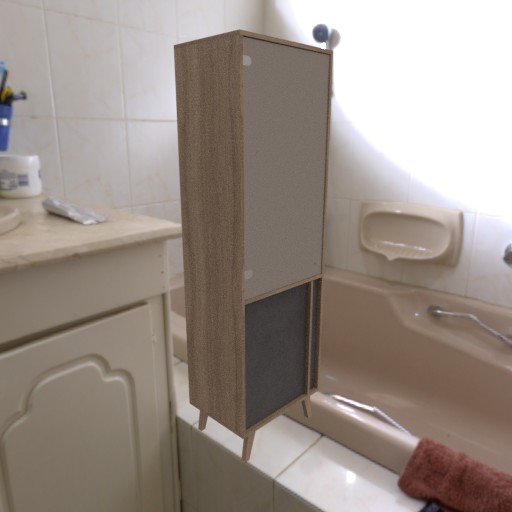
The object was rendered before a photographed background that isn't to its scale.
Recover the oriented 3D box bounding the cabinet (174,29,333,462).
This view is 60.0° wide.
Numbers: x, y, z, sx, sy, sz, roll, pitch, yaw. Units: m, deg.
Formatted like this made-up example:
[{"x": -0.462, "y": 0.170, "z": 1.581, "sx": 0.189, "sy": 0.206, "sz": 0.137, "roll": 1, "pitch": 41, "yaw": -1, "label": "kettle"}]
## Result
[{"x": 0.000, "y": 0.000, "z": 2.144, "sx": 0.400, "sy": 1.850, "sz": 0.570, "roll": 14, "pitch": 21, "yaw": 43, "label": "cabinet"}]
